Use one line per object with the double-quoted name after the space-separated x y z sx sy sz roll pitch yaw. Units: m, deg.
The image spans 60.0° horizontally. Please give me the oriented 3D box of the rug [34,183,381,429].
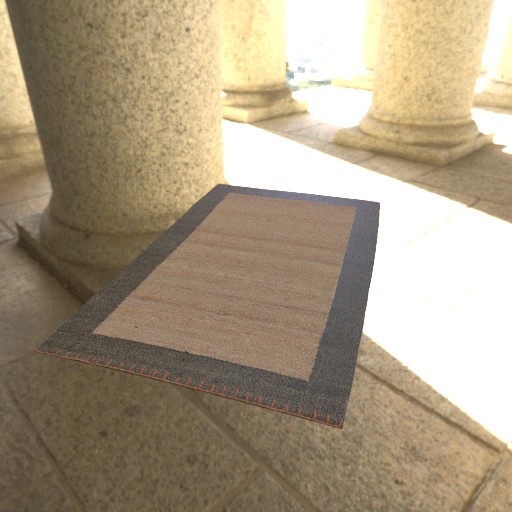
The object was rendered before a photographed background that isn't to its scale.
0.000 0.000 2.954 1.521 0.006 2.435 9 31 15 "rug"
